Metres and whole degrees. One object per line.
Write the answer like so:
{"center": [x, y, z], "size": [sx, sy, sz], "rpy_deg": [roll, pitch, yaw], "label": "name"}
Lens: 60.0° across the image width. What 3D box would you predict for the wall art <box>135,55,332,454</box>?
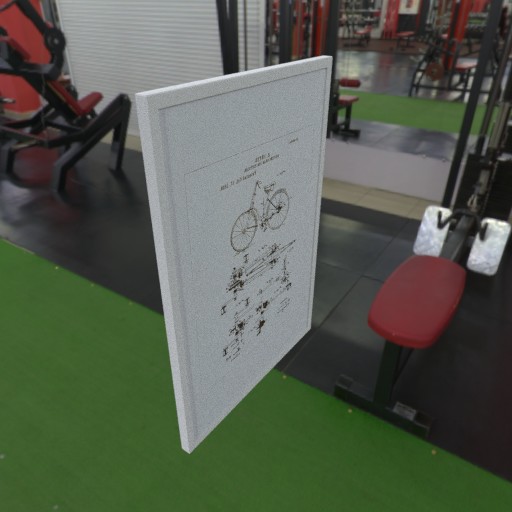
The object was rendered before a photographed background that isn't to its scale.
{"center": [0.000, 0.000, 0.613], "size": [0.015, 0.477, 0.332], "rpy_deg": [21, 36, 31], "label": "wall art"}
